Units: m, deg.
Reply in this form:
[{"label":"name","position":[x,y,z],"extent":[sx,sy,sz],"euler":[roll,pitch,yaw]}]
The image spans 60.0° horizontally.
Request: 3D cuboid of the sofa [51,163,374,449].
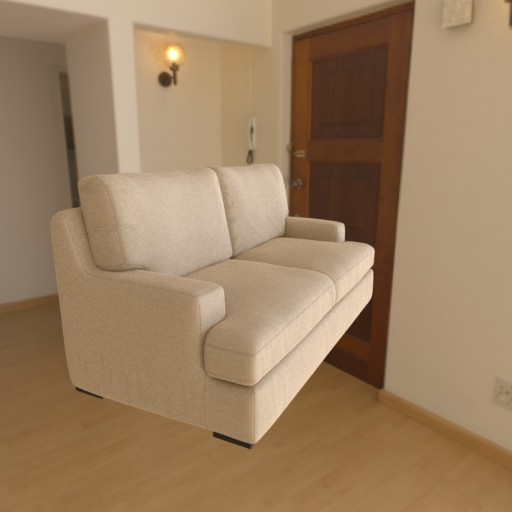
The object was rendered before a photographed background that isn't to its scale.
[{"label":"sofa","position":[0.000,0.000,2.463],"extent":[0.962,0.967,1.885],"euler":[7,15,26]}]
